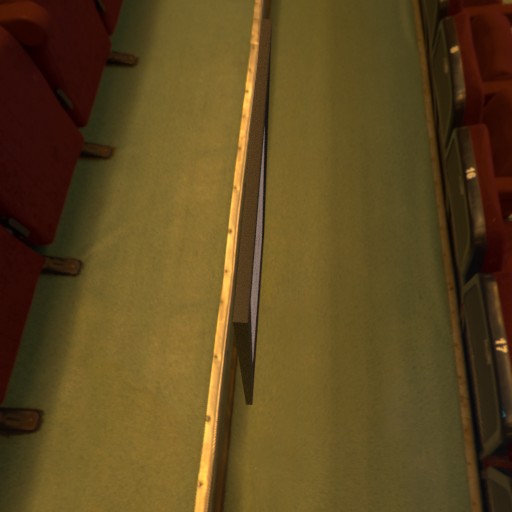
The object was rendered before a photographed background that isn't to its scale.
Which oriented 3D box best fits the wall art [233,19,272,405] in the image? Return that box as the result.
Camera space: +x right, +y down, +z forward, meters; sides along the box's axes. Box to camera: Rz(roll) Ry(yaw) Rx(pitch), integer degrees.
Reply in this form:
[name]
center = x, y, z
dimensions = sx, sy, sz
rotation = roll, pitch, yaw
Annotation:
[wall art]
center = 0.000, 0.000, 0.694
dimensions = 0.013, 0.534, 0.381
rotation = 4, 64, 2
